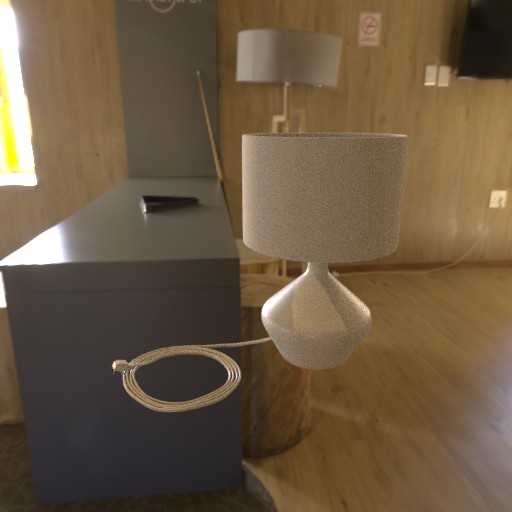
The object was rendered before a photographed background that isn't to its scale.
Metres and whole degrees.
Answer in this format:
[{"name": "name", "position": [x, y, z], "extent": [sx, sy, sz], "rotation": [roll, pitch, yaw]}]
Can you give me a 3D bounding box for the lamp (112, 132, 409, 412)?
[{"name": "lamp", "position": [0.000, 0.000, 0.870], "extent": [0.546, 0.457, 0.401], "rotation": [3, 17, 8]}]
